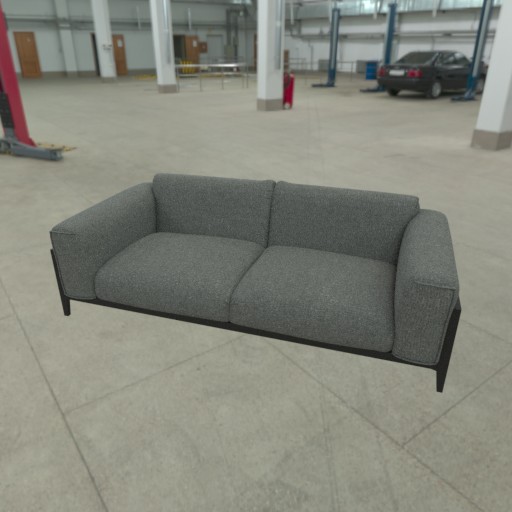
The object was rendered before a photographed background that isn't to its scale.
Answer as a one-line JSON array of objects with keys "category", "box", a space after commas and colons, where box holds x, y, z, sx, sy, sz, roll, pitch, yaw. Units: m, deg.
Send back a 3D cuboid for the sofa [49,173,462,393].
[{"category": "sofa", "box": [0.000, 0.000, 2.609, 2.125, 0.703, 0.985, 8, 26, 16]}]
